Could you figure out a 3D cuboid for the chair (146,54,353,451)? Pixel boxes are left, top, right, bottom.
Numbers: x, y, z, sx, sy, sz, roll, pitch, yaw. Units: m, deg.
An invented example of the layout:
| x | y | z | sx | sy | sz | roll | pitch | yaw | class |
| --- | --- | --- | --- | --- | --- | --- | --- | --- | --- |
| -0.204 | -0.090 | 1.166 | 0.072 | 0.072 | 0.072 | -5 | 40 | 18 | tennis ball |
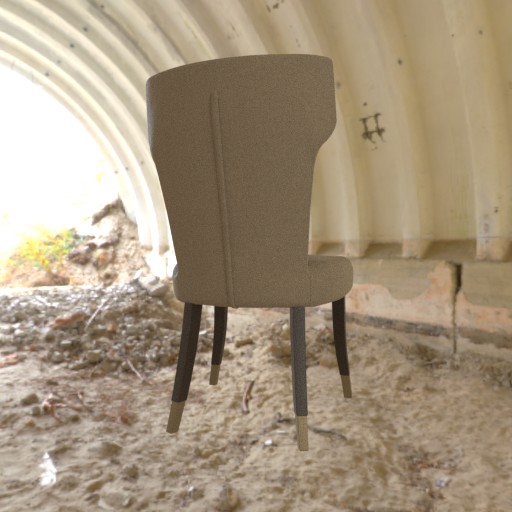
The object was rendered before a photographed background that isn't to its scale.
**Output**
| x | y | z | sx | sy | sz | roll | pitch | yaw | class |
| --- | --- | --- | --- | --- | --- | --- | --- | --- | --- |
| 0.000 | 0.000 | 1.321 | 0.526 | 0.955 | 0.630 | 0 | 0 | 17 | chair |
